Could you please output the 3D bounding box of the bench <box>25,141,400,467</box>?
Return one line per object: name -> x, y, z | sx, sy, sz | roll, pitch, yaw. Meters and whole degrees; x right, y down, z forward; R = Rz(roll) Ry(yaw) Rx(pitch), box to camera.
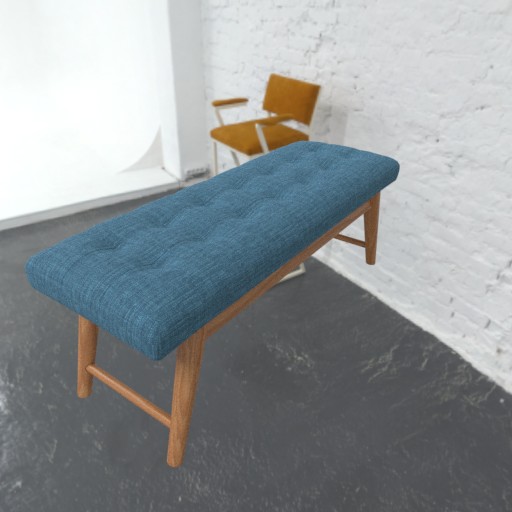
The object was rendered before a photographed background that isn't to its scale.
bench -> 0.000, 0.000, 1.302 | 0.406, 0.432, 1.118 | 20, 36, 31
